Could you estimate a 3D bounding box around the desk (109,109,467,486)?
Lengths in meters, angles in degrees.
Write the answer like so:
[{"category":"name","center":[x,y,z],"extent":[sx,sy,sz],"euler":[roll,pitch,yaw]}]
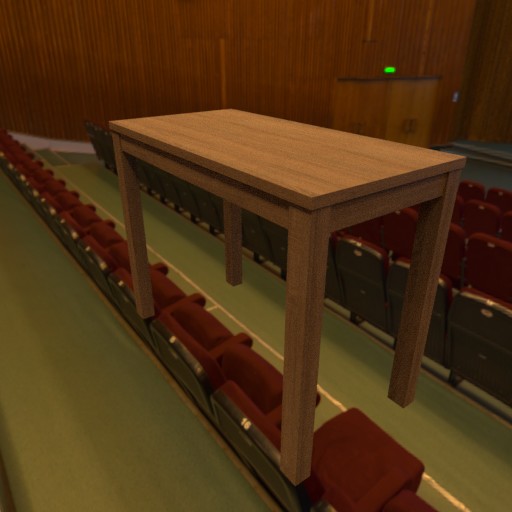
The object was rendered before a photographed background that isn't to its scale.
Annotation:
[{"category":"desk","center":[0.000,0.000,1.431],"extent":[0.495,0.762,0.991],"euler":[-18,31,-32]}]
